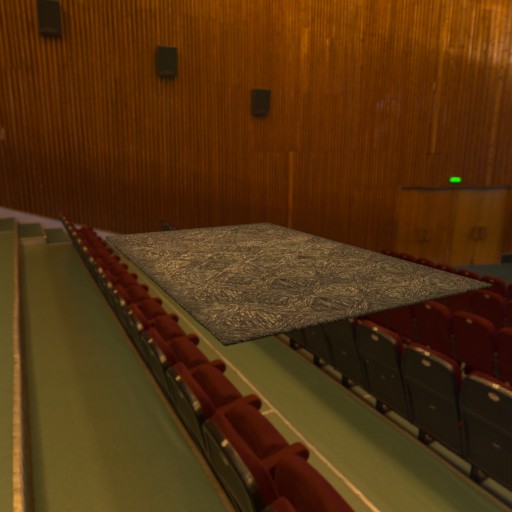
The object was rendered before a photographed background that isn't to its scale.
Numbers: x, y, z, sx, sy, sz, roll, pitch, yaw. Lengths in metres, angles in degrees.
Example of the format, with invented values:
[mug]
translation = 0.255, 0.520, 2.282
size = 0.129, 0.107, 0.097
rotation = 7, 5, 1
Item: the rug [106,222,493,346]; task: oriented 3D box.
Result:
[rug]
translation = 0.000, 0.000, 2.196
size = 1.139, 0.010, 1.754
rotation = -7, 15, -28
